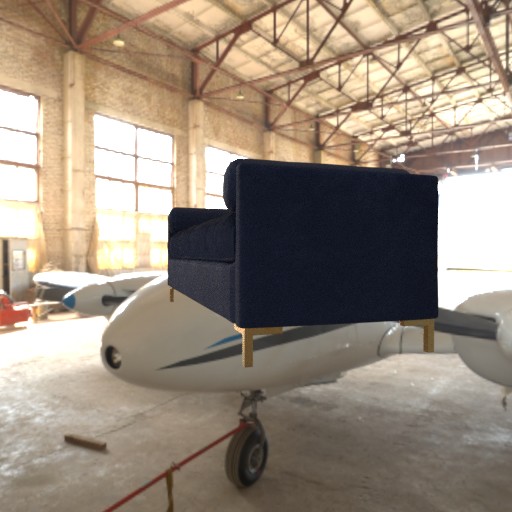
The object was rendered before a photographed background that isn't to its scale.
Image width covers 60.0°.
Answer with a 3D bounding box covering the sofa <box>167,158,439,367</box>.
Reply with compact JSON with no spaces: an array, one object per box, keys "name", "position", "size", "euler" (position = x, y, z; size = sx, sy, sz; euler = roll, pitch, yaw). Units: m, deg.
[{"name":"sofa","position":[0.000,0.000,2.511],"size":[0.796,0.705,2.102],"euler":[0,0,-18]}]
